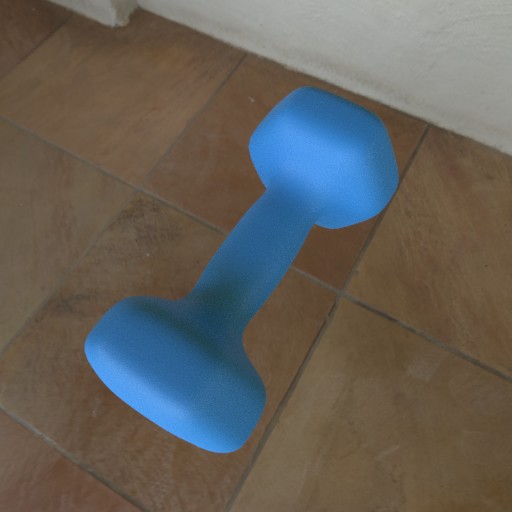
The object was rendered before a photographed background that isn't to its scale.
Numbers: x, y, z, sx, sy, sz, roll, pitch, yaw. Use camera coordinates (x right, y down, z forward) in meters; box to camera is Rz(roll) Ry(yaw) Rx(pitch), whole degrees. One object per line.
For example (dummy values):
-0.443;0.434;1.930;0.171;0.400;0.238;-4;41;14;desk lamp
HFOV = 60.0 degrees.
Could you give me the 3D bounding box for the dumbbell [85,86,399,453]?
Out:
0.000;0.000;0.188;0.074;0.066;0.152;30;68;14;dumbbell
